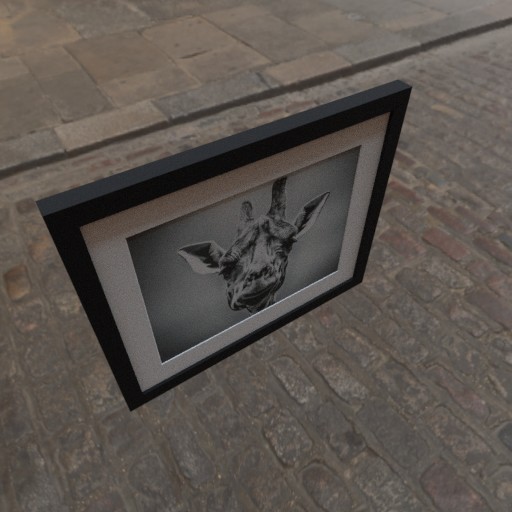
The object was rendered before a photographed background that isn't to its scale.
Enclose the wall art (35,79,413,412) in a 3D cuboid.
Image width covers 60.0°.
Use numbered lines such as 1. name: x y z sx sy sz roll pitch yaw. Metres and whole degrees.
1. wall art: 0.000 0.000 0.746 0.558 0.457 0.031 -25 51 -23
